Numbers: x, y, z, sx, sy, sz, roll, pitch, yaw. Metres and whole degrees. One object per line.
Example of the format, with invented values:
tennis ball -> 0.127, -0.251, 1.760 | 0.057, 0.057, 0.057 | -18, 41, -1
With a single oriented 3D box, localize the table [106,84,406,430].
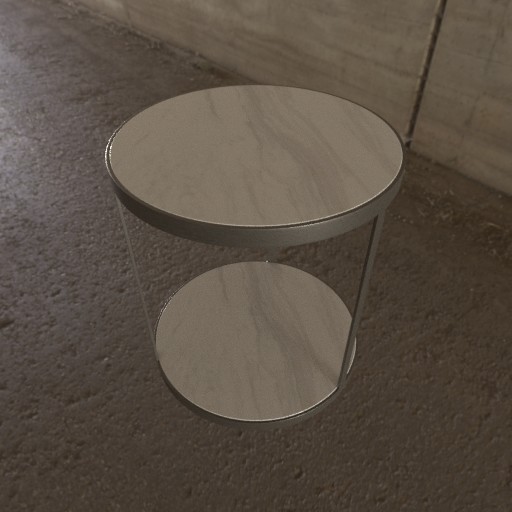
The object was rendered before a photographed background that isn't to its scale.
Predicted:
table -> 0.000, 0.000, 0.834 | 0.445, 0.479, 0.445 | 0, 42, 0
